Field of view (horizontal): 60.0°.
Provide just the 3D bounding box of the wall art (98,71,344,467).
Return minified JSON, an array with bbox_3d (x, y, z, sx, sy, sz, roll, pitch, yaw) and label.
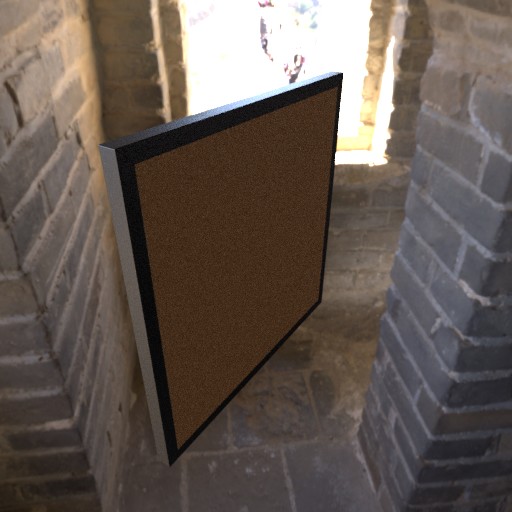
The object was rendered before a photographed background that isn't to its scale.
[{"bbox_3d":[0.000,0.000,1.114,0.038,0.765,0.765,20,37,29],"label":"wall art"}]
